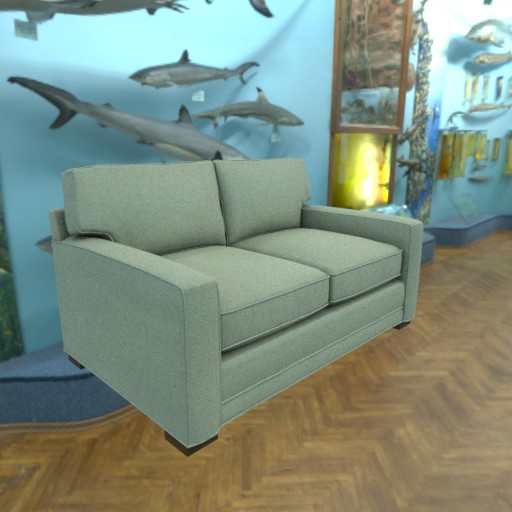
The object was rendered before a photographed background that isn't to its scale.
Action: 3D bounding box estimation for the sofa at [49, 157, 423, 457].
[{"bbox_3d":[0.000,0.000,2.053,0.940,0.853,1.484,14,20,43],"label":"sofa"}]
